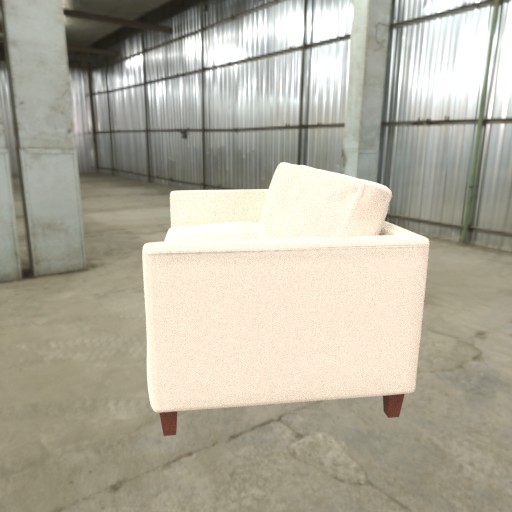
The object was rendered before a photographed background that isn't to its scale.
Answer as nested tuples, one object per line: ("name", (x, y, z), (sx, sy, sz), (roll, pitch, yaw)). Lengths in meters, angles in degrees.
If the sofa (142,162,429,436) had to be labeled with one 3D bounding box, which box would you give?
("sofa", (0.000, 0.000, 2.250), (0.964, 0.888, 1.702), (-2, 14, -7))
